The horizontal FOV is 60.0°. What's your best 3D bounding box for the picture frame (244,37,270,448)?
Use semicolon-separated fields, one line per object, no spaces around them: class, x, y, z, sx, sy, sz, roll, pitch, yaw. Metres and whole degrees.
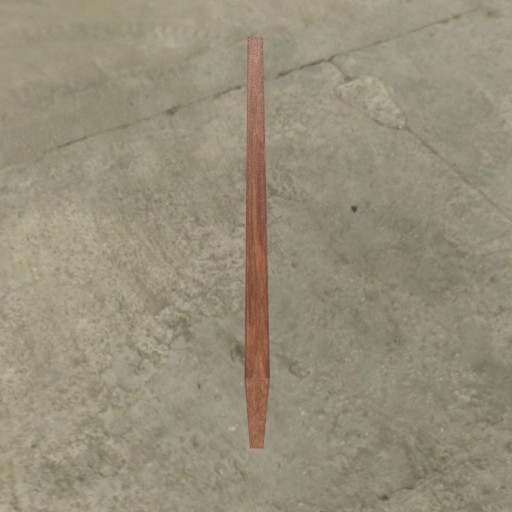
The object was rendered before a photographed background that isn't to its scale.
picture frame;0.000;0.000;0.773;0.025;0.457;0.559;0;59;0
